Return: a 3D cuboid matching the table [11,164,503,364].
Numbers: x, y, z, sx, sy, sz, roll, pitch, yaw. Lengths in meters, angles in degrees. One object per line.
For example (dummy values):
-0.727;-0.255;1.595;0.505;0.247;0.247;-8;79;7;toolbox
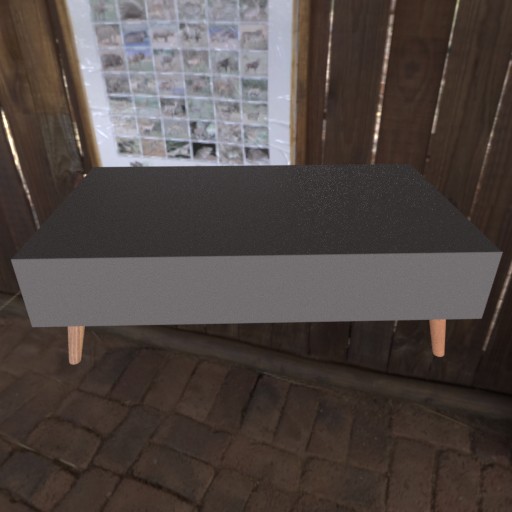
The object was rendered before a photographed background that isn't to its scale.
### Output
0.000;0.000;1.485;1.201;0.404;0.703;-1;30;-1;table
